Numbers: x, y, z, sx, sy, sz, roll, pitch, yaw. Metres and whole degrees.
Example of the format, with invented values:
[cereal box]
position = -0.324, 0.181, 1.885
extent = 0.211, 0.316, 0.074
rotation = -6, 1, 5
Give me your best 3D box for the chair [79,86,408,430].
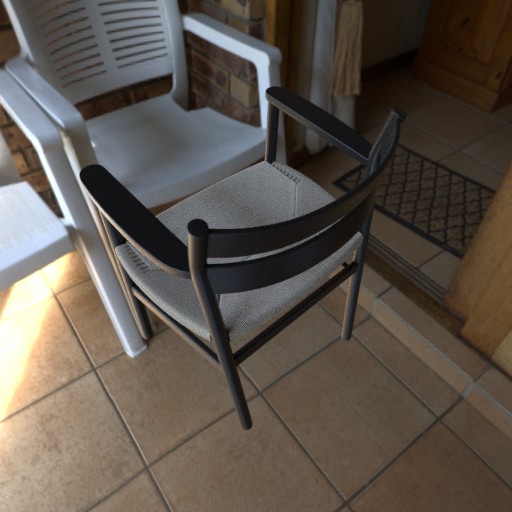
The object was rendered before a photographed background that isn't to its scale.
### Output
[chair]
position = 0.000, 0.000, 1.176
extent = 0.630, 0.775, 0.508
rotation = -33, 55, -27
